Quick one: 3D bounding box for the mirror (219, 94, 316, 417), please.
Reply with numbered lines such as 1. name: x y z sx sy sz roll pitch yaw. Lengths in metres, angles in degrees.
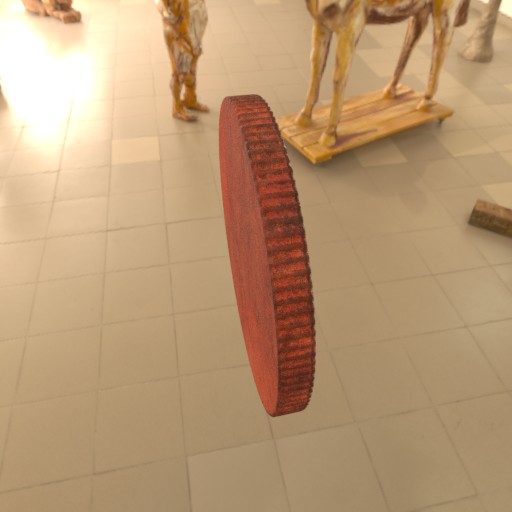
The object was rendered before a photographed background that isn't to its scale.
1. mirror: 0.000 0.000 0.889 0.056 0.609 0.609 -8 46 -8
